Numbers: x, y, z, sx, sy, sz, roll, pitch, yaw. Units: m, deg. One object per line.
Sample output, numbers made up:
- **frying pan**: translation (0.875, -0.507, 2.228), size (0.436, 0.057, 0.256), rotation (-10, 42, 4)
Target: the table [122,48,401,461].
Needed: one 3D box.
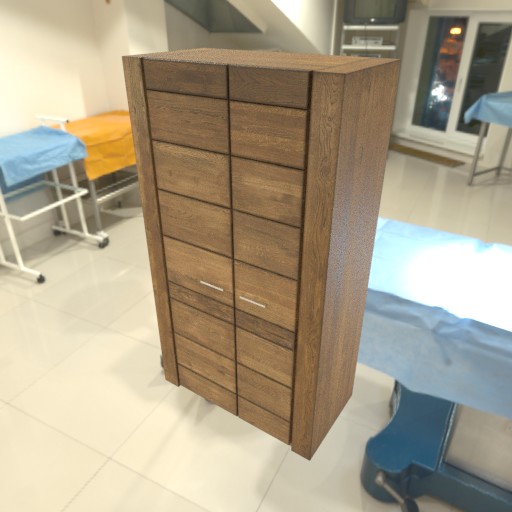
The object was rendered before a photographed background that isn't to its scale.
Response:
- **table**: translation (0.000, 0.000, 2.439), size (1.100, 2.000, 0.600), rotation (18, 34, 29)
